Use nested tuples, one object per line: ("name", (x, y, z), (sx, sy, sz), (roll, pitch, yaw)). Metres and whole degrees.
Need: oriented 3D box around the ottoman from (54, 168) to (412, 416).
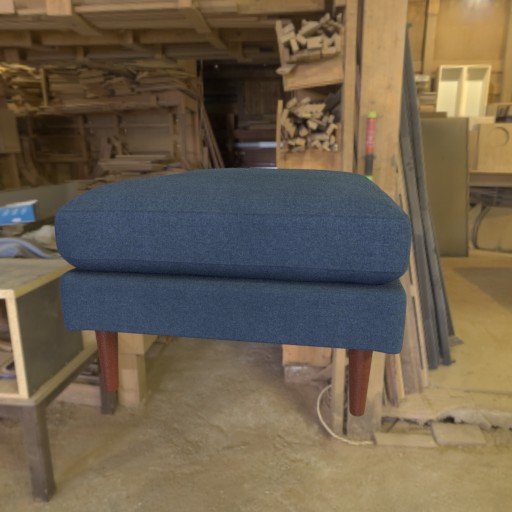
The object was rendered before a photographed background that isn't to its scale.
("ottoman", (0.000, 0.000, 1.239), (0.693, 0.474, 0.821), (2, 14, 9))
